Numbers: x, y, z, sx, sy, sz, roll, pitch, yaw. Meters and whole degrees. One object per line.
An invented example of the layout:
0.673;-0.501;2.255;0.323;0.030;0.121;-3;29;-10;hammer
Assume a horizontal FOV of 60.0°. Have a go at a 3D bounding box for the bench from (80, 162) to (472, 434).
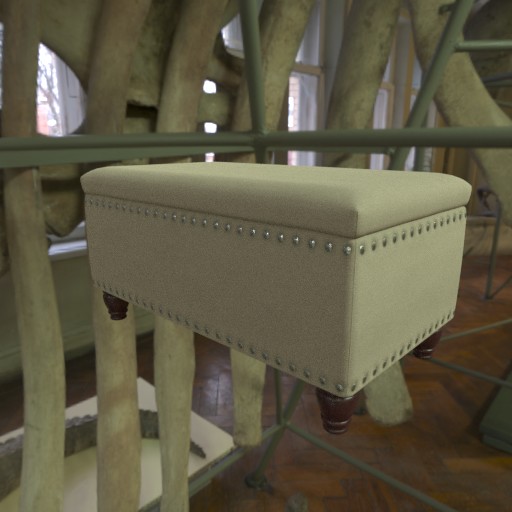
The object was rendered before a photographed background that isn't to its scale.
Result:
0.000;0.000;1.169;0.887;0.449;0.500;13;20;41;bench
